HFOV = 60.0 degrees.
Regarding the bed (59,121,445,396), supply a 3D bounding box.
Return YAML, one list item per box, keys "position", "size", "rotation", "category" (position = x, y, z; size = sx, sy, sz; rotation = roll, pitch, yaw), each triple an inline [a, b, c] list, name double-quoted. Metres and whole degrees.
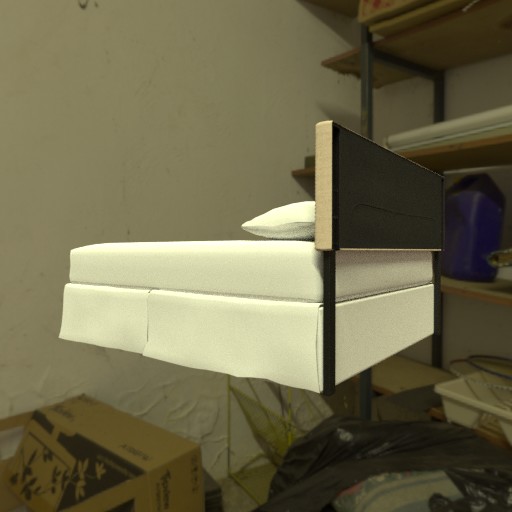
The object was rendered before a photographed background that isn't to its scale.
- position: [0.000, 0.000, 2.805]
  size: [1.876, 1.016, 1.616]
  rotation: [0, 1, 37]
  category: "bed"
